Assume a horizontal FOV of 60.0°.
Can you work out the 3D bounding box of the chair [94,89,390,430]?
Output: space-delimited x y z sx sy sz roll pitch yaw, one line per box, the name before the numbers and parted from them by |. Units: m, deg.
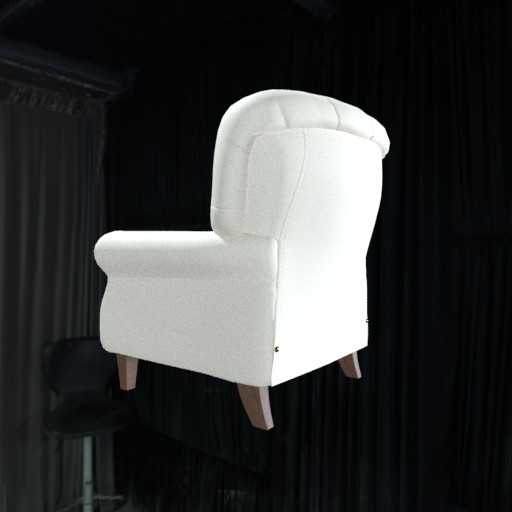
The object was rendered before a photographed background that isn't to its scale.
chair | 0.000 0.000 2.019 1.132 1.169 1.035 0 1 36
